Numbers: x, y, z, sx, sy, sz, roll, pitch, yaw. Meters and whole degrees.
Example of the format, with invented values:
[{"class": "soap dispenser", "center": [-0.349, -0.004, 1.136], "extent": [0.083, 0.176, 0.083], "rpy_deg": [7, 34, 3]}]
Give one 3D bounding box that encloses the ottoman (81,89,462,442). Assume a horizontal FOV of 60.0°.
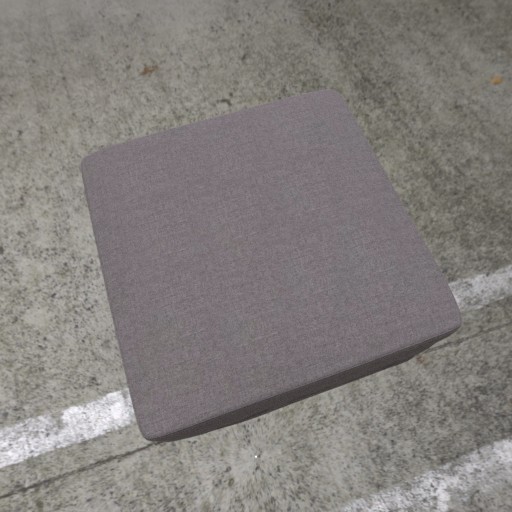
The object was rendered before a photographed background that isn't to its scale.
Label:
[{"class": "ottoman", "center": [0.000, 0.000, 1.339], "extent": [0.840, 0.436, 0.843], "rpy_deg": [-17, 67, -8]}]
